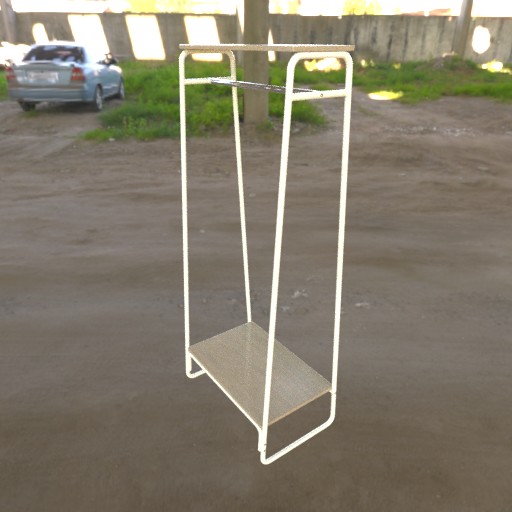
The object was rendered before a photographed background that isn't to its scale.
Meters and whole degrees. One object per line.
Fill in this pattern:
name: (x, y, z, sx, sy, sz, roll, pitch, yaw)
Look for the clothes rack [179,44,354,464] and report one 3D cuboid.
clothes rack: (0.000, 0.000, 1.758, 0.400, 1.512, 0.640, -18, 31, -32)
